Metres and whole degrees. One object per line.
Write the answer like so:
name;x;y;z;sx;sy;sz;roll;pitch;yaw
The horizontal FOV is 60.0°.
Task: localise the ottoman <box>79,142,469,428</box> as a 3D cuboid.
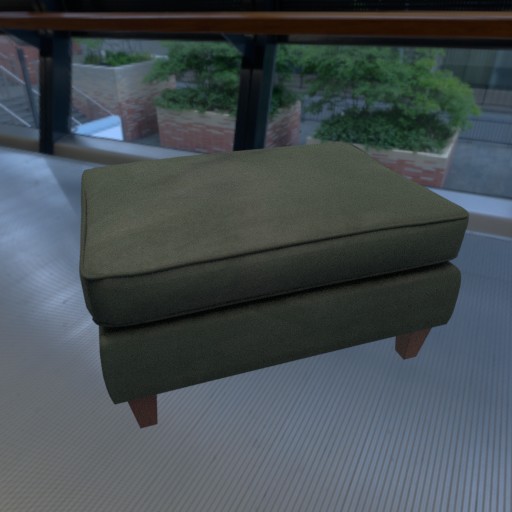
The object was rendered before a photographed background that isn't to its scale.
ottoman;0.000;0.000;1.234;0.864;0.495;0.632;-10;32;-16
